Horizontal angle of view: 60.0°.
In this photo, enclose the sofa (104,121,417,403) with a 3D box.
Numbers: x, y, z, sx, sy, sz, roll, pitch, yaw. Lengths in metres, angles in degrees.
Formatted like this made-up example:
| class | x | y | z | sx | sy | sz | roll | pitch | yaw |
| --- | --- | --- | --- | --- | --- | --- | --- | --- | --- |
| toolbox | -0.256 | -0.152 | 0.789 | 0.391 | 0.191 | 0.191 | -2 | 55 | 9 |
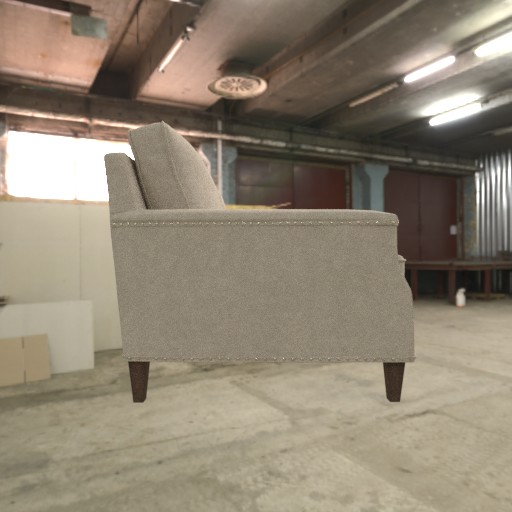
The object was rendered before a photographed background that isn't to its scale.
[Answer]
| class | x | y | z | sx | sy | sz | roll | pitch | yaw |
| --- | --- | --- | --- | --- | --- | --- | --- | --- | --- |
| sofa | 0.000 | 0.000 | 2.260 | 1.084 | 1.002 | 1.597 | 0 | 0 | 0 |
